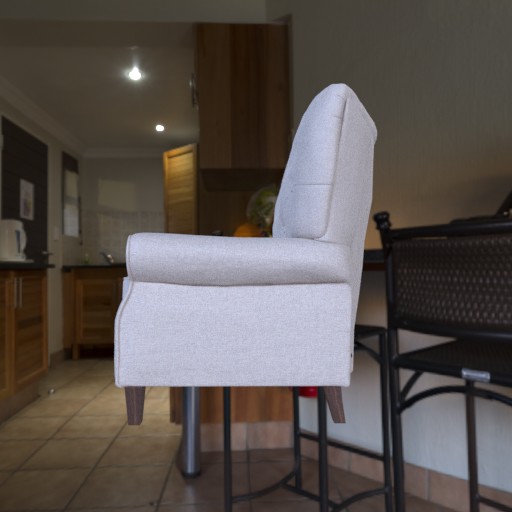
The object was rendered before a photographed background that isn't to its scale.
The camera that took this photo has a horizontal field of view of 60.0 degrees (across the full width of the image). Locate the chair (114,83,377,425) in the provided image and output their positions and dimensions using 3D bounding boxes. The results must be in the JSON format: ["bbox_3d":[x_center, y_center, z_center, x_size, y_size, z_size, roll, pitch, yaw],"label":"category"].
[{"bbox_3d":[0.000,0.000,1.929,1.025,1.209,0.942,0,-1,0],"label":"chair"}]
